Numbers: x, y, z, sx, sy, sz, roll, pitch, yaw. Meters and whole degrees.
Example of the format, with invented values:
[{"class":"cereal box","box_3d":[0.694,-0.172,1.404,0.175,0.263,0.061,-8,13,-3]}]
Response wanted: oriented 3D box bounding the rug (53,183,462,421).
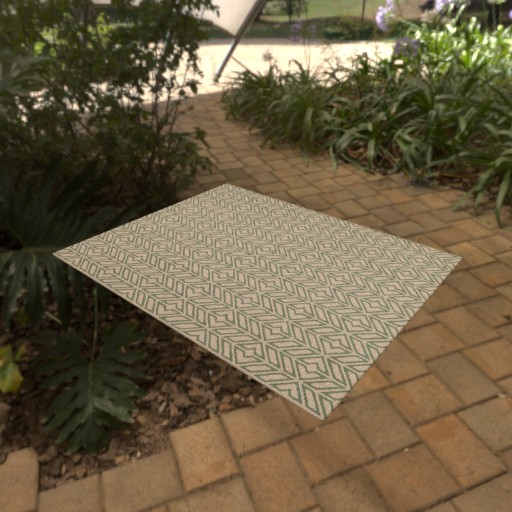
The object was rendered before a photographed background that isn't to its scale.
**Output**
[{"class":"rug","box_3d":[0.000,0.000,4.213,3.050,0.017,2.441,23,37,34]}]
